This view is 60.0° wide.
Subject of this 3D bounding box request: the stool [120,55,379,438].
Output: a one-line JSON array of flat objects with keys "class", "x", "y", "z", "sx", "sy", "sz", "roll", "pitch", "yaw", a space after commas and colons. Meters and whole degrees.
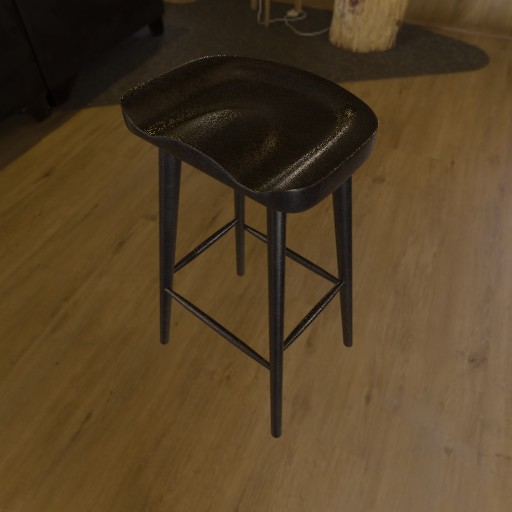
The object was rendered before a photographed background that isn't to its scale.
[{"class": "stool", "x": 0.000, "y": 0.000, "z": 1.009, "sx": 0.440, "sy": 0.749, "sz": 0.361, "roll": 32, "pitch": 55, "yaw": 26}]
